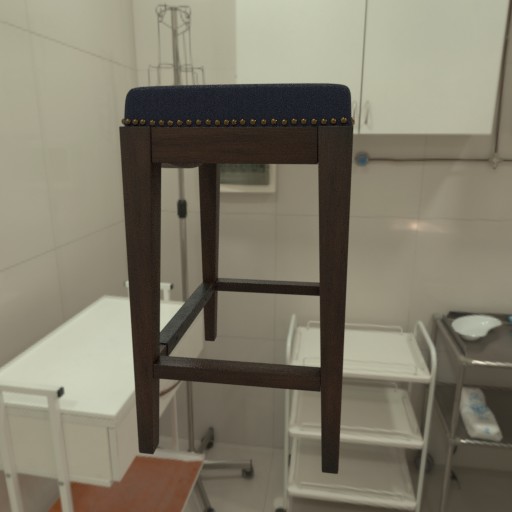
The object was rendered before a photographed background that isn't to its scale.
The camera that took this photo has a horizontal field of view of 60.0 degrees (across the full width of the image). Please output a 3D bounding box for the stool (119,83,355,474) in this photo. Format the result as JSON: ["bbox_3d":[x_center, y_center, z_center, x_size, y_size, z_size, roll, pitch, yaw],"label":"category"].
[{"bbox_3d":[0.000,0.000,0.944,0.361,0.642,0.500,2,15,8],"label":"stool"}]
